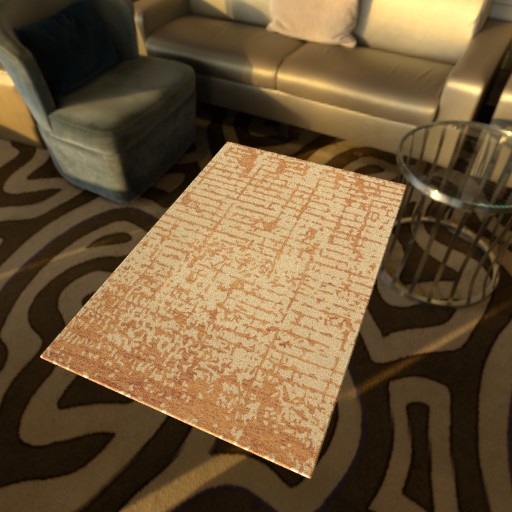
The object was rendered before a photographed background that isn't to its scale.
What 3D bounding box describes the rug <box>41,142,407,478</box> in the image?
[{"bbox_3d":[0.000,0.000,2.304,1.219,0.011,1.829,18,49,16],"label":"rug"}]
